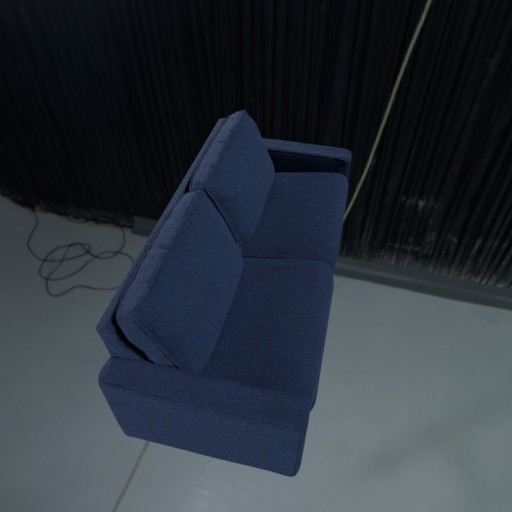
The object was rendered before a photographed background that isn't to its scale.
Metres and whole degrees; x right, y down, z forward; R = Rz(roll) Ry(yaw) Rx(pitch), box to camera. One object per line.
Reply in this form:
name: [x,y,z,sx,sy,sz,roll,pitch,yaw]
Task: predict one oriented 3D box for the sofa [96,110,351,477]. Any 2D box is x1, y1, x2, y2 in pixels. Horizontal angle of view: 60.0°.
sofa: [0.000,0.000,2.591,0.940,0.919,2.080,10,47,9]
